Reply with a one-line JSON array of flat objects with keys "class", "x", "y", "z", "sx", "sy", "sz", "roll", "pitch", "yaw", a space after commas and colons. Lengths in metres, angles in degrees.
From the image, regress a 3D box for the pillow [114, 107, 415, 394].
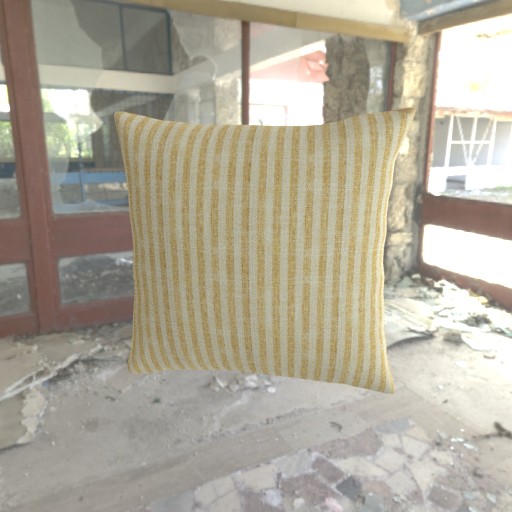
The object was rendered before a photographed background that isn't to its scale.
[{"class": "pillow", "x": 0.000, "y": 0.000, "z": 0.646, "sx": 0.419, "sy": 0.407, "sz": 0.173, "roll": 2, "pitch": 14, "yaw": 8}]
